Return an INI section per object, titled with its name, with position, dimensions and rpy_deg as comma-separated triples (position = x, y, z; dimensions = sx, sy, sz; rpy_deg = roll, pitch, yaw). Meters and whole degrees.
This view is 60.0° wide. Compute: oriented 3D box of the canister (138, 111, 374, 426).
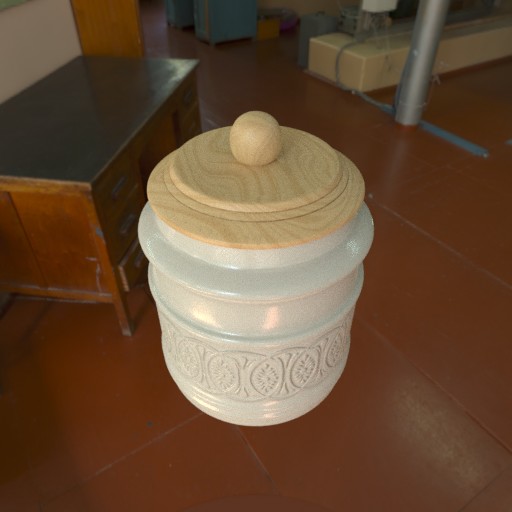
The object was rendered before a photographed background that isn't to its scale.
[canister]
position = 0.000, 0.000, 0.267
dimensions = 0.130, 0.176, 0.130
rpy_deg = 0, 40, 0
